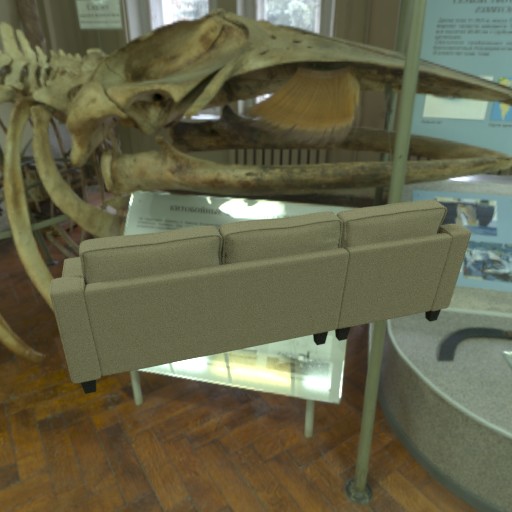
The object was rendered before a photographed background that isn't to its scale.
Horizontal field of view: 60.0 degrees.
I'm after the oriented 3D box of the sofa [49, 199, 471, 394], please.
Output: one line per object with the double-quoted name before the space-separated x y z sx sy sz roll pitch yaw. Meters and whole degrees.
"sofa" 0.000 0.000 3.203 2.561 0.928 1.294 -8 27 -16
